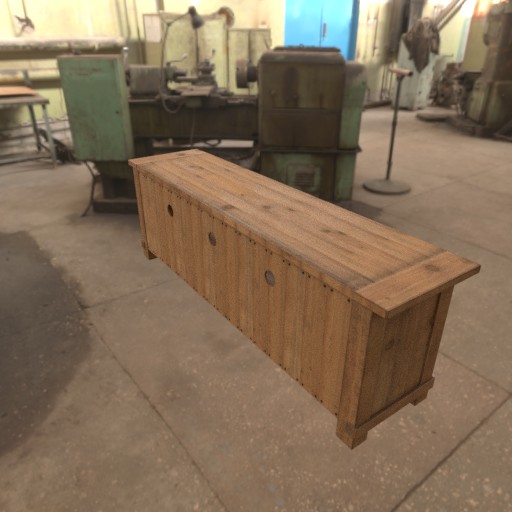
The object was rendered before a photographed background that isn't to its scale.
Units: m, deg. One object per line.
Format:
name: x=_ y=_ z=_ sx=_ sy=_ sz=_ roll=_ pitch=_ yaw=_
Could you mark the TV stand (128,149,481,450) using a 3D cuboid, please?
TV stand: x=0.000 y=0.000 z=2.035 sx=0.453 sy=0.573 sz=1.804 roll=-18 pitch=32 yaw=-31
